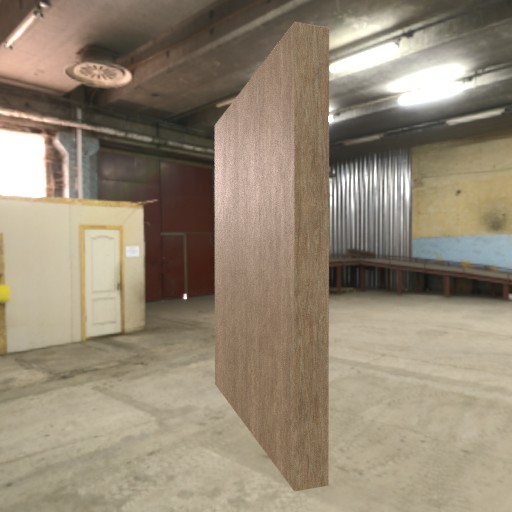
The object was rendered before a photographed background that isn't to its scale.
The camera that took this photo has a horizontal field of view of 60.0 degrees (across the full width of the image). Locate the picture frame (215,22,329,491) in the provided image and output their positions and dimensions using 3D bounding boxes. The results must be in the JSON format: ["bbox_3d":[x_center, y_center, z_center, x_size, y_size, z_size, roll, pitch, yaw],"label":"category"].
[{"bbox_3d":[0.000,0.000,0.705,0.043,0.526,0.424,0,1,-17],"label":"picture frame"}]
